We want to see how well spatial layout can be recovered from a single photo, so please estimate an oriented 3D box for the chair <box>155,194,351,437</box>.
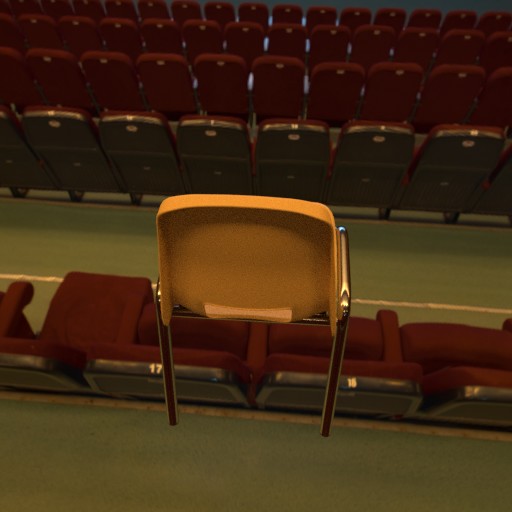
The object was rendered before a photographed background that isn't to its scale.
[{"bbox_3d":[0.000,0.000,0.821,0.354,0.586,0.423,3,47,3],"label":"chair"}]
